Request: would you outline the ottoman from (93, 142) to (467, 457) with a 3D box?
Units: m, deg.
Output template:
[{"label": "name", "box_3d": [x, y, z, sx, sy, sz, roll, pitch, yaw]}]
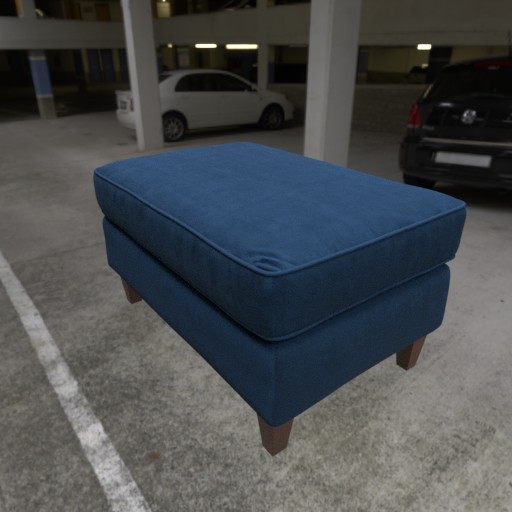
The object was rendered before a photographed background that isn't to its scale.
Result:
[{"label": "ottoman", "box_3d": [0.000, 0.000, 1.210, 0.583, 0.484, 0.862, -18, 31, -33]}]
